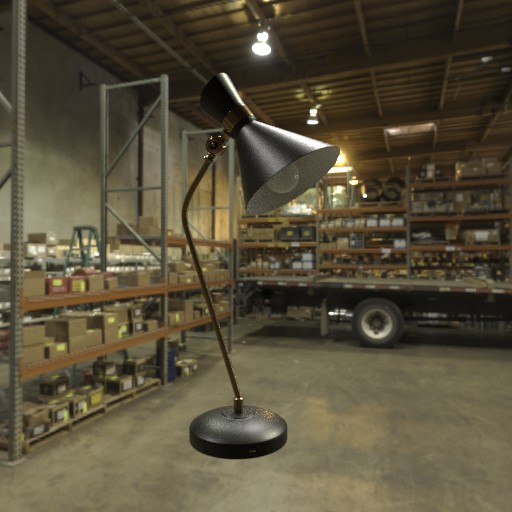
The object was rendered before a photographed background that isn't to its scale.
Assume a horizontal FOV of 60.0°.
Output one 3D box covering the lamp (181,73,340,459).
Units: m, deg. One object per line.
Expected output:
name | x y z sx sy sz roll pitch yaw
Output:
lamp | 0.000 0.000 0.780 0.292 0.647 0.189 0 0 19
